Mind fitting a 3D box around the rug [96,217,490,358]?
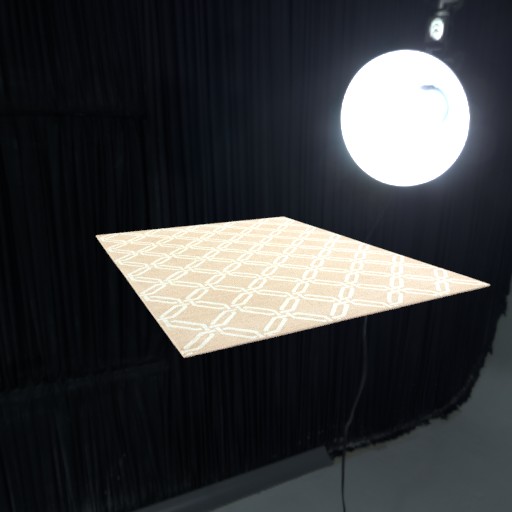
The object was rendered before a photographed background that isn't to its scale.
[{"bbox_3d":[0.000,0.000,3.904,2.288,0.018,2.895,-8,18,-26],"label":"rug"}]
